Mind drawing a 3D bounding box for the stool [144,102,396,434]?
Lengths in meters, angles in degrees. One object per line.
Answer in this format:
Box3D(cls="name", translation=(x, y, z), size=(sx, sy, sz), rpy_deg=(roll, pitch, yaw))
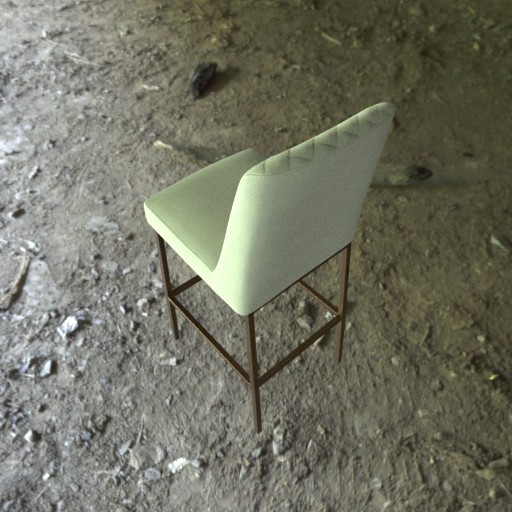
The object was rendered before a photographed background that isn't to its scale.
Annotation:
Box3D(cls="stool", translation=(0.000, 0.000, 1.388), size=(0.462, 1.084, 0.546), rpy_deg=(-32, 54, -27))
